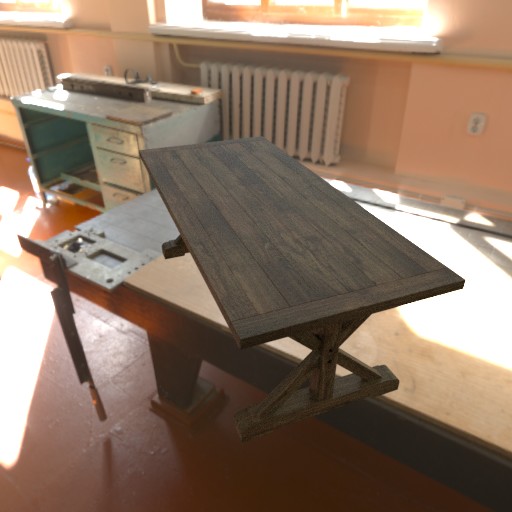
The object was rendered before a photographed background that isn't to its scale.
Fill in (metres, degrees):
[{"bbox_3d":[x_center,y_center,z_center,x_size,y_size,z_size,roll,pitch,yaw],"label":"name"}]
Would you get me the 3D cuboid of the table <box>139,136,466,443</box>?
[{"bbox_3d":[0.000,0.000,2.528,0.907,0.733,2.031,-12,33,-18],"label":"table"}]
